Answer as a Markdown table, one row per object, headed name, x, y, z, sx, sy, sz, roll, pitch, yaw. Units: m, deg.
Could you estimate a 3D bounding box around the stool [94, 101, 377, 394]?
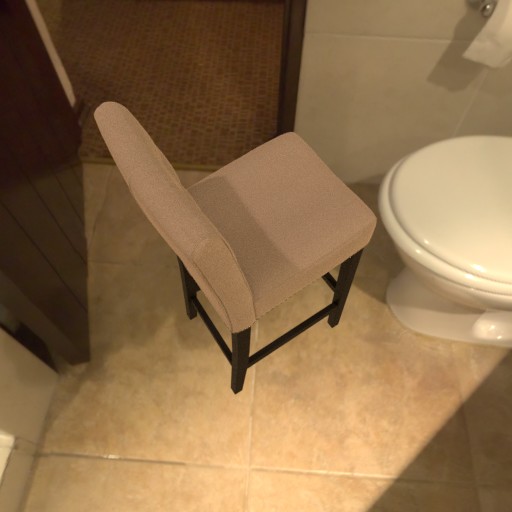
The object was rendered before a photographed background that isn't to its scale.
| name | x | y | z | sx | sy | sz | roll | pitch | yaw |
| --- | --- | --- | --- | --- | --- | --- | --- | --- | --- |
| stool | 0.000 | 0.000 | 1.297 | 0.548 | 1.047 | 0.411 | -29 | 63 | -16 |
